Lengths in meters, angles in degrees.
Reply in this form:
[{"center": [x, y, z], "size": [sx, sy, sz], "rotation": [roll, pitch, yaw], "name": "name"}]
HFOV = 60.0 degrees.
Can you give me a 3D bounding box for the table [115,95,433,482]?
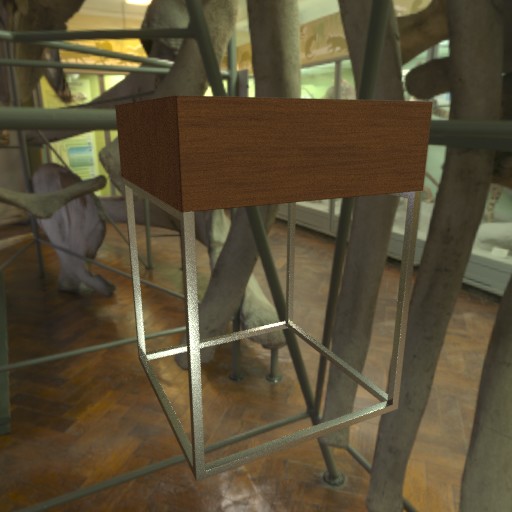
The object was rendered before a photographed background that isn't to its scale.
[{"center": [0.000, 0.000, 0.830], "size": [0.397, 0.540, 0.398], "rotation": [-8, 19, -25], "name": "table"}]
